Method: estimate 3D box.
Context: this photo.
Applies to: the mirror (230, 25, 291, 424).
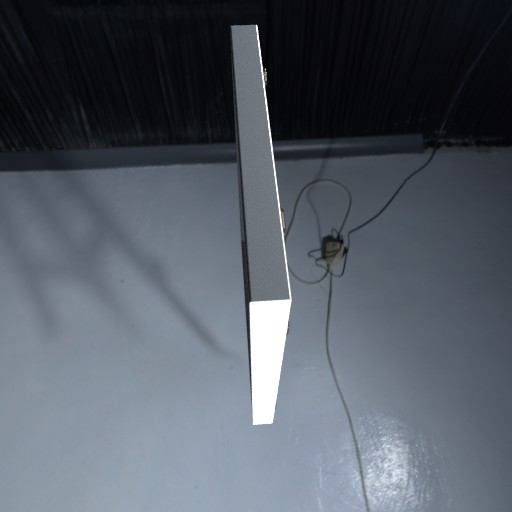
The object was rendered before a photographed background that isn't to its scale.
[{"bbox_3d":[0.000,0.000,0.698,0.041,0.509,0.406,-3,58,-2],"label":"mirror"}]
